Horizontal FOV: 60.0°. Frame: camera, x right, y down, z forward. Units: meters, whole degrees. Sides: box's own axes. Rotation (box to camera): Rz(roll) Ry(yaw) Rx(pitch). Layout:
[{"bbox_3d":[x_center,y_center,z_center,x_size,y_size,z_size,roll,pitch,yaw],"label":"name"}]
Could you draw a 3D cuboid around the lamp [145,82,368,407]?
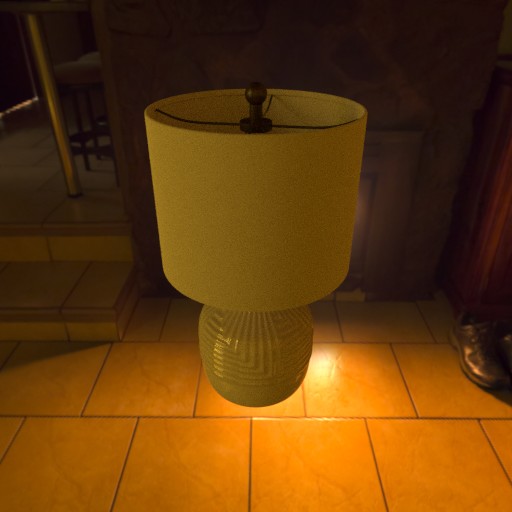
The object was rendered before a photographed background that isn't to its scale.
[{"bbox_3d":[0.000,0.000,0.768,0.318,0.567,0.318,0,30,0],"label":"lamp"}]
